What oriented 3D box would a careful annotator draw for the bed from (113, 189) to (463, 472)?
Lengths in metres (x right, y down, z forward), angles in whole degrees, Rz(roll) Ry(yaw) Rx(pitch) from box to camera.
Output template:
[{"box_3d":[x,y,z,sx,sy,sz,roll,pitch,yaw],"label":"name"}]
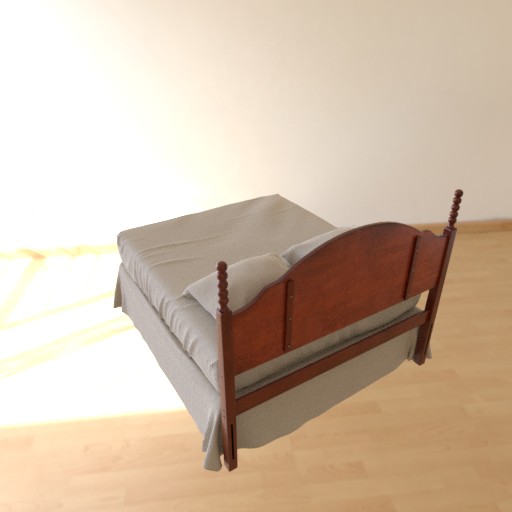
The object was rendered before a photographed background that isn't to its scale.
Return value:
[{"box_3d":[0.000,0.000,3.304,1.873,1.356,2.040,-17,34,-28],"label":"bed"}]
